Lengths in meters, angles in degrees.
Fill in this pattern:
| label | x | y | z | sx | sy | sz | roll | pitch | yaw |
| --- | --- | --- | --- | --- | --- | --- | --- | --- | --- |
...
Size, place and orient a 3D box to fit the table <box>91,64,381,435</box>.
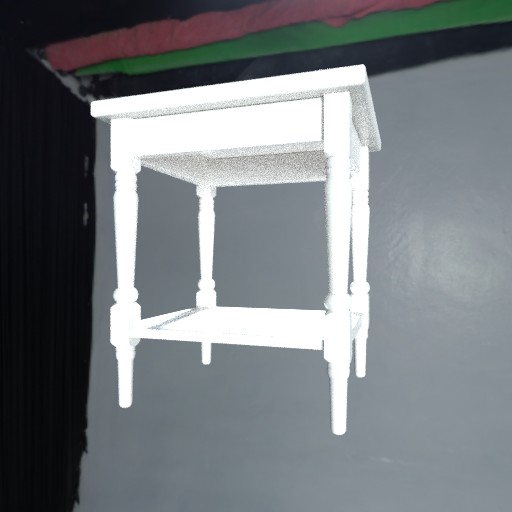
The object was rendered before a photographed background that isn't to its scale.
| label | x | y | z | sx | sy | sz | roll | pitch | yaw |
| --- | --- | --- | --- | --- | --- | --- | --- | --- | --- |
| table | 0.000 | 0.000 | 0.937 | 0.488 | 0.565 | 0.442 | 0 | 0 | 19 |
